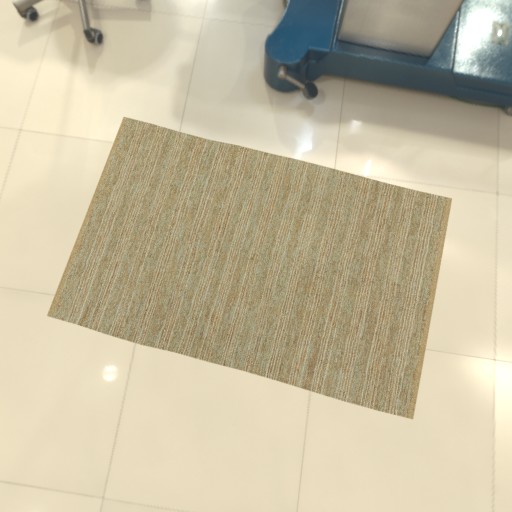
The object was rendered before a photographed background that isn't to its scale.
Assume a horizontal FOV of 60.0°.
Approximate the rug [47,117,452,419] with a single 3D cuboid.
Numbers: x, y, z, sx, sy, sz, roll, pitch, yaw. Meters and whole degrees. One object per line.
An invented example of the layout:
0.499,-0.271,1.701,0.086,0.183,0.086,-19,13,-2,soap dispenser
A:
0.000,0.000,3.023,2.448,0.012,1.540,15,76,4,rug
